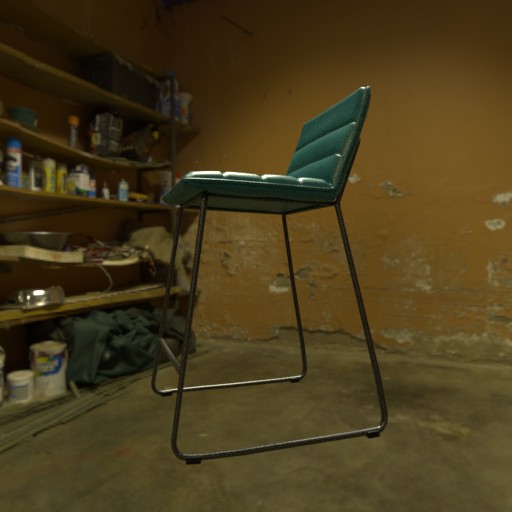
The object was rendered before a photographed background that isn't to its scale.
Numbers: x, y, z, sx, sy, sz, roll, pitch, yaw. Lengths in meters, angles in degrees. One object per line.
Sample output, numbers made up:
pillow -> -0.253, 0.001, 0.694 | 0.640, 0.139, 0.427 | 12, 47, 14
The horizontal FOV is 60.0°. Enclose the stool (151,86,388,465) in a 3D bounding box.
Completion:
stool -> 0.000, 0.000, 1.215 | 0.524, 0.866, 0.489 | 0, 1, -19
